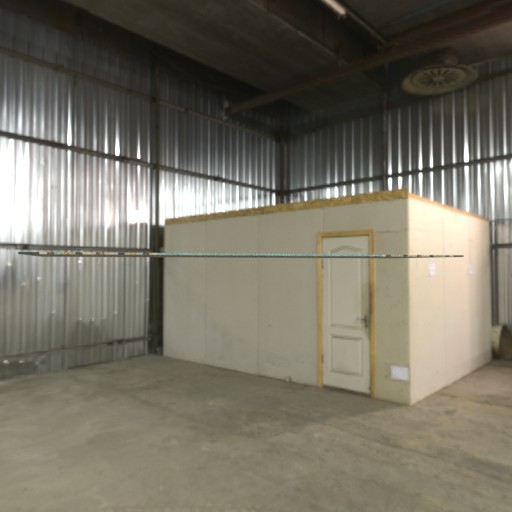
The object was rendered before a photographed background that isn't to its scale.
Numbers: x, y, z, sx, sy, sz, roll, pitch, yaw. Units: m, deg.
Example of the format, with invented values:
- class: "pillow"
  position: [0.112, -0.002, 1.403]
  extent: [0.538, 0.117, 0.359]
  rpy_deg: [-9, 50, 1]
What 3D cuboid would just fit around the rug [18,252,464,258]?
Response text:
- class: "rug"
  position: [0.000, 0.000, 2.674]
  extent: [2.441, 0.010, 0.744]
  rpy_deg: [0, -1, -19]
